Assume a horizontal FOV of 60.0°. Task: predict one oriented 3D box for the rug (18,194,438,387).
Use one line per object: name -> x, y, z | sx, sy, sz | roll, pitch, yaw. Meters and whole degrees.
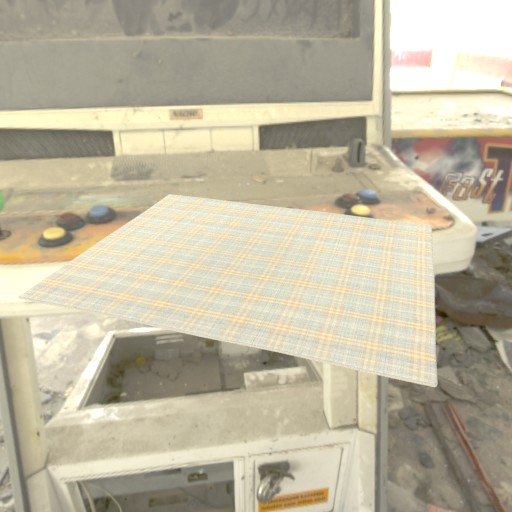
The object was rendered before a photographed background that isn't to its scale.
rug -> 0.000, 0.000, 4.026 | 3.066, 0.030, 2.462 | 9, 29, 16
